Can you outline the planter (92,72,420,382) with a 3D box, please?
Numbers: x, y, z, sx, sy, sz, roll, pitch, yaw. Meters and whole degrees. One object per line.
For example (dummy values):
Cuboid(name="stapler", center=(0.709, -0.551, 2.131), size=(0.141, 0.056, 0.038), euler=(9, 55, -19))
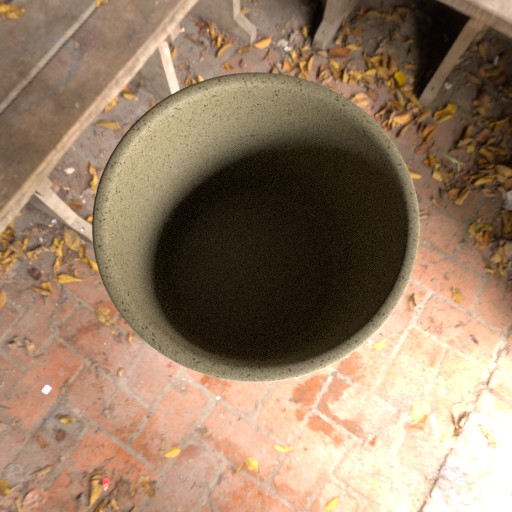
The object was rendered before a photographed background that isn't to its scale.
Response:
Cuboid(name="planter", center=(0.000, 0.000, 0.420), size=(0.228, 0.235, 0.228), euler=(0, 75, 0))
